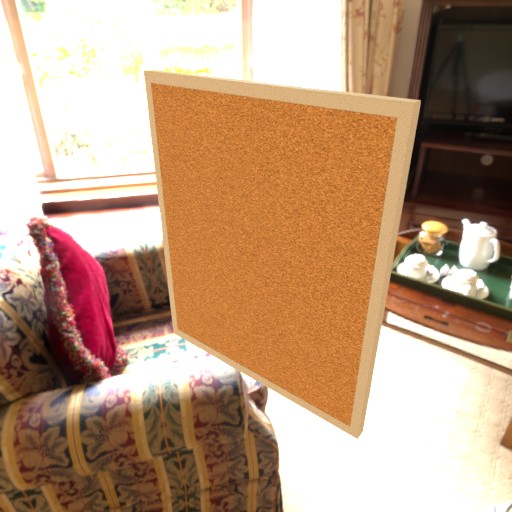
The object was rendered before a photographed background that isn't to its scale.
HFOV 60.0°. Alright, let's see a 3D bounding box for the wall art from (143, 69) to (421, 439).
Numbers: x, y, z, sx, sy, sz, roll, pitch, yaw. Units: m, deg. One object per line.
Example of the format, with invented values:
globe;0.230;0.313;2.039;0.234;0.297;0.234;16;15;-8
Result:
wall art;0.000;0.000;0.729;0.444;0.536;0.020;21;36;33
